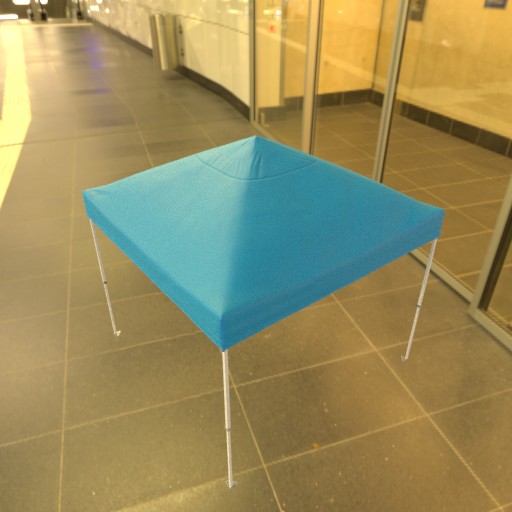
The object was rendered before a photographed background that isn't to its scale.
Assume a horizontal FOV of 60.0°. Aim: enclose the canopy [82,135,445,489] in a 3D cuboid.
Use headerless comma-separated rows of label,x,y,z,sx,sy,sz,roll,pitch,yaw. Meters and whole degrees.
canopy,0.000,0.000,5.475,2.996,2.997,2.998,-22,38,-31
